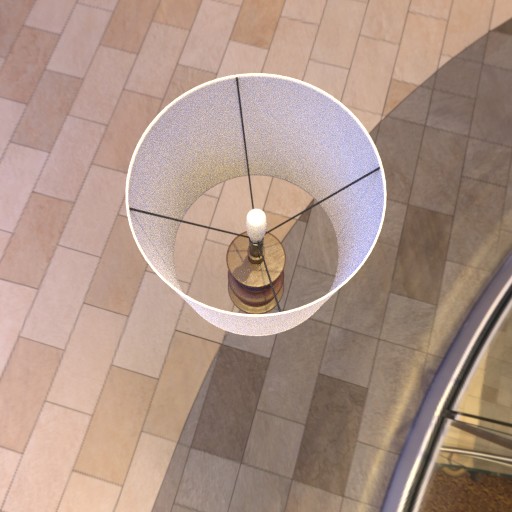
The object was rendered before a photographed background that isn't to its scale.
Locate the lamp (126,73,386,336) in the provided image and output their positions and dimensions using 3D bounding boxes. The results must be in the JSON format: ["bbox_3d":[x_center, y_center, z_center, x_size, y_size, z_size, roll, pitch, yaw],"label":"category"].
[{"bbox_3d":[0.000,0.000,0.576,0.208,0.455,0.208,-29,78,-7],"label":"lamp"}]
